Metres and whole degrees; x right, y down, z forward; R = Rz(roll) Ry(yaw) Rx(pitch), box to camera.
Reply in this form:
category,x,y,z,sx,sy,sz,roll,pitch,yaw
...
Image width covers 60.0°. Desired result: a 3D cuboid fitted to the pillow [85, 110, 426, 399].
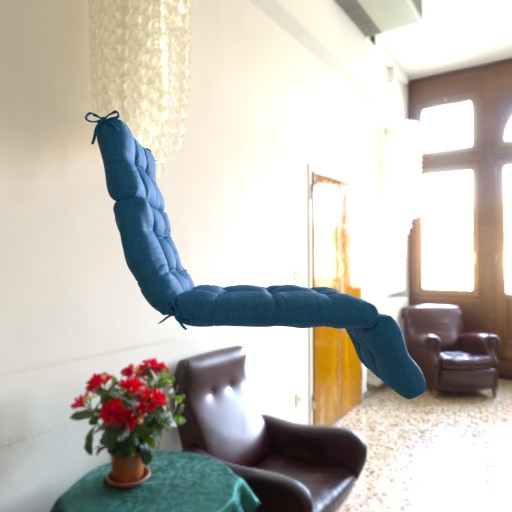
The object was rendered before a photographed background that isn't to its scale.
category,x,y,z,sx,sy,sz,roll,pitch,yaw
pillow,0.000,0.000,1.548,1.016,0.863,0.526,0,-1,-1
